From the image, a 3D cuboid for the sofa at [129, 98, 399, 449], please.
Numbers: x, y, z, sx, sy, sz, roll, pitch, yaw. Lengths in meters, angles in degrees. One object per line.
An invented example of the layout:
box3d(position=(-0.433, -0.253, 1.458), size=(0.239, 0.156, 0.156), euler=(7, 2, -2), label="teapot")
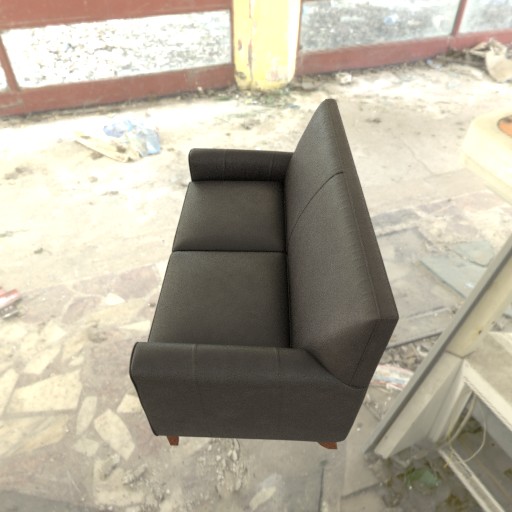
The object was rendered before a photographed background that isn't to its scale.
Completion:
box3d(position=(0.000, 0.000, 1.989), size=(0.787, 0.871, 1.473), euler=(1, 41, 1), label="sofa")
